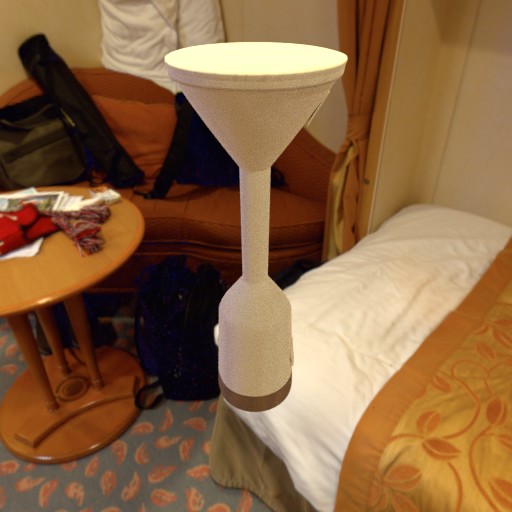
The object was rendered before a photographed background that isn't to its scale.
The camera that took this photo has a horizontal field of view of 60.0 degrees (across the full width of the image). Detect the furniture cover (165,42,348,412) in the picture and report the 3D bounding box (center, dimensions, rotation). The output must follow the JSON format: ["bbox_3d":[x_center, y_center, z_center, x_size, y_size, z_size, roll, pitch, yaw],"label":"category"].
[{"bbox_3d":[0.000,0.000,2.882,0.914,2.413,0.914,-1,33,-1],"label":"furniture cover"}]
